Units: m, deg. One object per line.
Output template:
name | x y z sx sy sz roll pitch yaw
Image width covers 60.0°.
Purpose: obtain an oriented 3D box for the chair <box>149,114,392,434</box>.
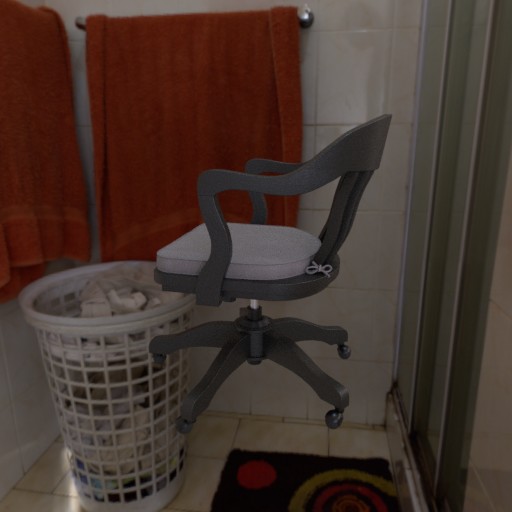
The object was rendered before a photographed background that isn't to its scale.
chair | 0.000 0.000 1.451 0.788 0.878 0.750 3 15 10
